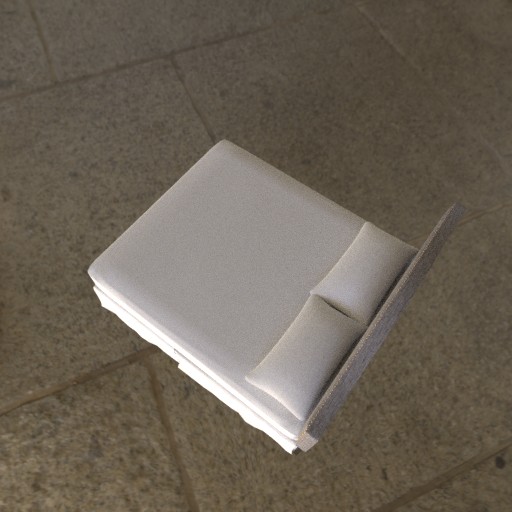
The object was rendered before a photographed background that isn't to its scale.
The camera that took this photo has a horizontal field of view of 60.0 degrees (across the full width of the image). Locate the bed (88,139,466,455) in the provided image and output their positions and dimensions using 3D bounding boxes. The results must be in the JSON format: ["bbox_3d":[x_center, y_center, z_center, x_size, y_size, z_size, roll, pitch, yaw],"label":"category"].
[{"bbox_3d":[0.000,0.000,2.942,1.870,1.295,1.610,34,67,16],"label":"bed"}]
